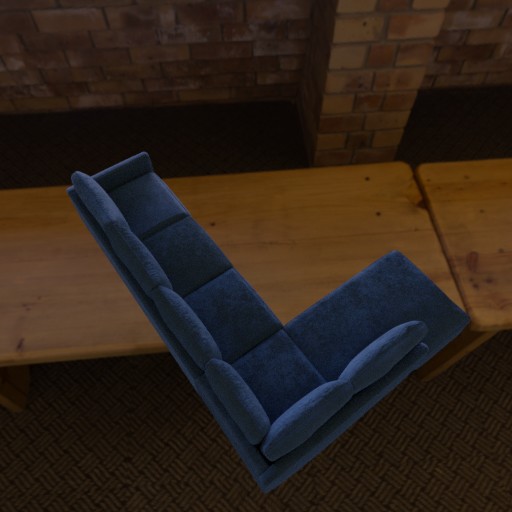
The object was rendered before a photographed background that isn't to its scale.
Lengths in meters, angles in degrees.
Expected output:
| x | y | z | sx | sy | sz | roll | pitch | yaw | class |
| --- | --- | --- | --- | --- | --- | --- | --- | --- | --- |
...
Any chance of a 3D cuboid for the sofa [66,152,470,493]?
| x | y | z | sx | sy | sz | roll | pitch | yaw | class |
| --- | --- | --- | --- | --- | --- | --- | --- | --- | --- |
| 0.000 | 0.000 | 3.728 | 2.007 | 0.815 | 2.949 | -32 | 63 | -19 | sofa |
